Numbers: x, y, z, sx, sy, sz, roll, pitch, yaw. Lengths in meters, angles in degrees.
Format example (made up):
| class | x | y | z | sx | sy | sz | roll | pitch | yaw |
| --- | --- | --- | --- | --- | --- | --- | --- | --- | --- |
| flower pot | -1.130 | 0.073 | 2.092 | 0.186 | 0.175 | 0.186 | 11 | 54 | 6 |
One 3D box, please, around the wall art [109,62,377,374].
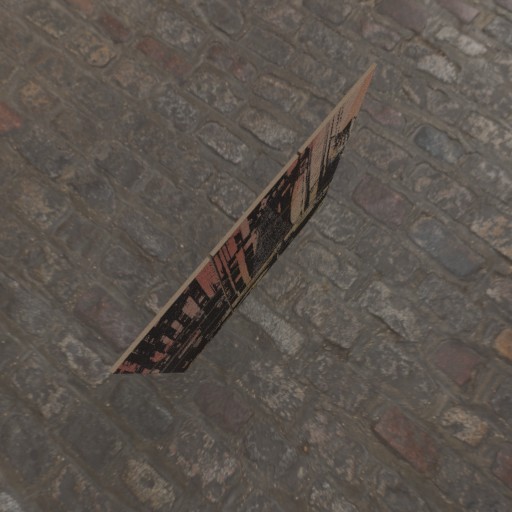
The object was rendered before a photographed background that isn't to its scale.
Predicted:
| class | x | y | z | sx | sy | sz | roll | pitch | yaw |
| --- | --- | --- | --- | --- | --- | --- | --- | --- | --- |
| wall art | 0.000 | 0.000 | 2.346 | 0.017 | 1.521 | 1.527 | 38 | 78 | 9 |
